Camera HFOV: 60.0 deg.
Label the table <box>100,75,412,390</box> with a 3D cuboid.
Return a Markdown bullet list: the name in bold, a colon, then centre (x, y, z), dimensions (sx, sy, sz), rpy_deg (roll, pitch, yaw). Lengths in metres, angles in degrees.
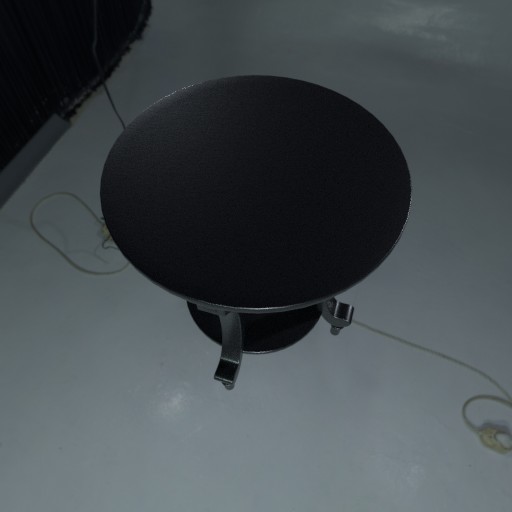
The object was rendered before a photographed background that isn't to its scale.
- **table**: centre (0.000, 0.000, 1.119), dimensions (0.597, 0.618, 0.597), rpy_deg (0, 57, 0)
